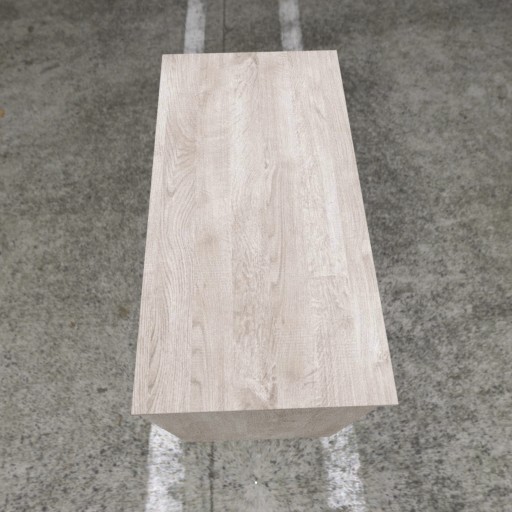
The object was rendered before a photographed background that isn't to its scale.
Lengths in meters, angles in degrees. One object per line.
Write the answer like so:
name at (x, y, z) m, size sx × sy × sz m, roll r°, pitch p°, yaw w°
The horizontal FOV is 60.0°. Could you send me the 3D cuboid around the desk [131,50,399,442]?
desk at (0.000, 0.000, 1.503) m, size 0.560 × 0.735 × 1.097 m, roll -2°, pitch 63°, yaw -1°
